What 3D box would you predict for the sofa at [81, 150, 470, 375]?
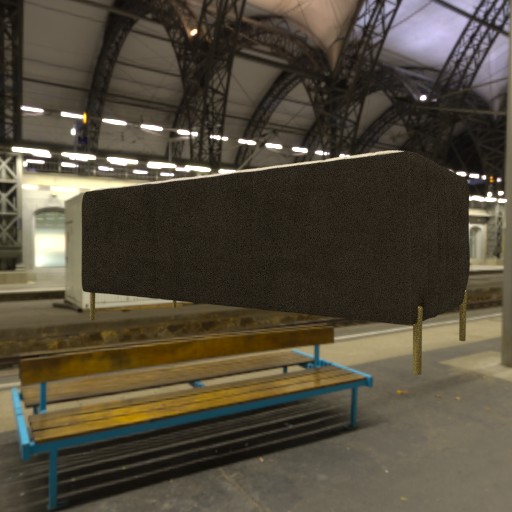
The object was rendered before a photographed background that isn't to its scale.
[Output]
[{"bbox_3d":[0.000,0.000,2.372,1.980,0.780,0.876,1,1,36],"label":"sofa"}]
